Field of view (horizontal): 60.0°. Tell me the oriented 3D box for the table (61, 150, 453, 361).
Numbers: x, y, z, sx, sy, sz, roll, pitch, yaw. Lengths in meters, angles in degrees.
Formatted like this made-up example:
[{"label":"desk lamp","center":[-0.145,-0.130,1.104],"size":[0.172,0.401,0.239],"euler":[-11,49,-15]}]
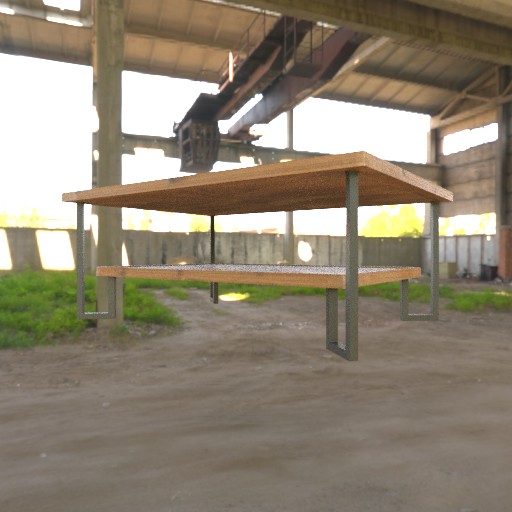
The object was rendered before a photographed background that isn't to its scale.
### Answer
[{"label":"table","center":[0.000,0.000,1.716],"size":[1.238,0.492,0.877],"euler":[0,1,36]}]
